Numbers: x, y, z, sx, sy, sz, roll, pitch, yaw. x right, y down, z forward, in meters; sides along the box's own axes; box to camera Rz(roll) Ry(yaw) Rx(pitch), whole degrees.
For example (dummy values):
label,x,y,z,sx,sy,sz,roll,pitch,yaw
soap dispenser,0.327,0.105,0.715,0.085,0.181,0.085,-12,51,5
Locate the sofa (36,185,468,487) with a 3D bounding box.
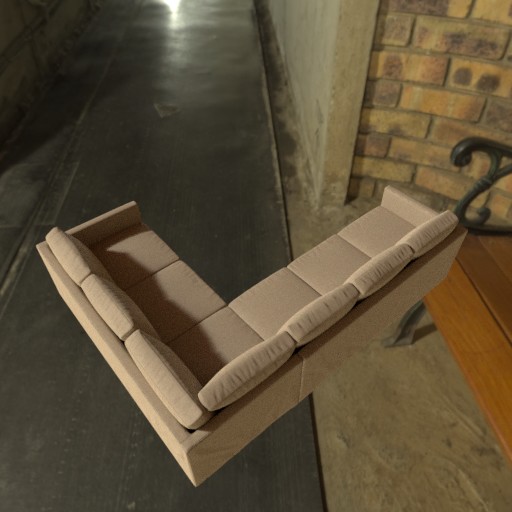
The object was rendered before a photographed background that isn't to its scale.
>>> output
label,x,y,z,sx,sy,sz,roll,pitch,yaw
sofa,0.000,0.000,4.249,3.182,0.871,2.432,-31,53,-27
